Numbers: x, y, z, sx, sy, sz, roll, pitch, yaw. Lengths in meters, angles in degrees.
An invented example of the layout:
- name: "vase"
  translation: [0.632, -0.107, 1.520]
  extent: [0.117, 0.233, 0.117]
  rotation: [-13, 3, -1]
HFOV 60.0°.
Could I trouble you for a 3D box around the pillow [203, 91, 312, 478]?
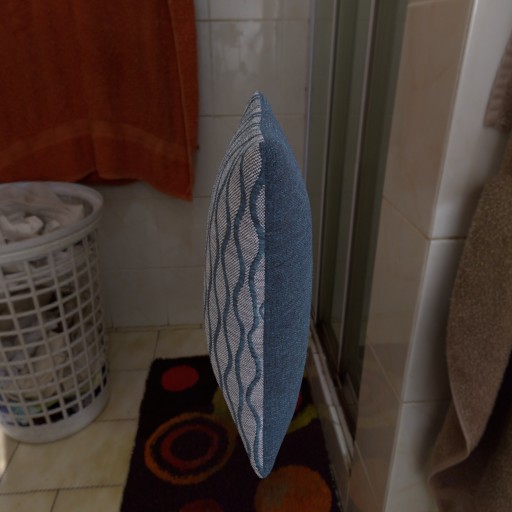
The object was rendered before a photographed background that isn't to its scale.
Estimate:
- name: "pillow"
  translation: [0.000, 0.000, 0.672]
  extent: [0.159, 0.435, 0.435]
  rotation: [-1, 27, -2]
